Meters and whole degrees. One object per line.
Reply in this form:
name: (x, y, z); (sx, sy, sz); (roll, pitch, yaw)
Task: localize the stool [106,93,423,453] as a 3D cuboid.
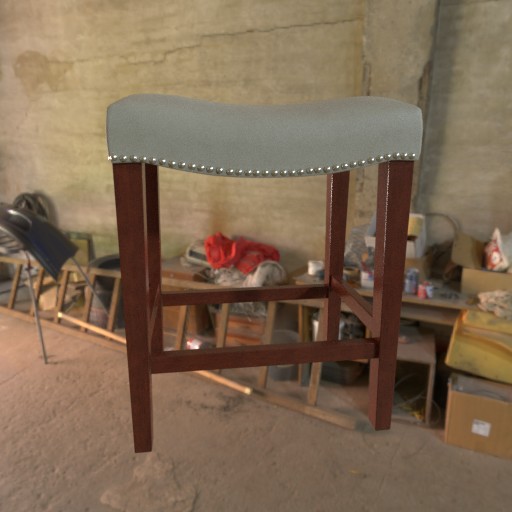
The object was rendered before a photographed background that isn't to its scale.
stool: (0.000, 0.000, 0.933); (0.509, 0.632, 0.375); (-2, 16, -8)
